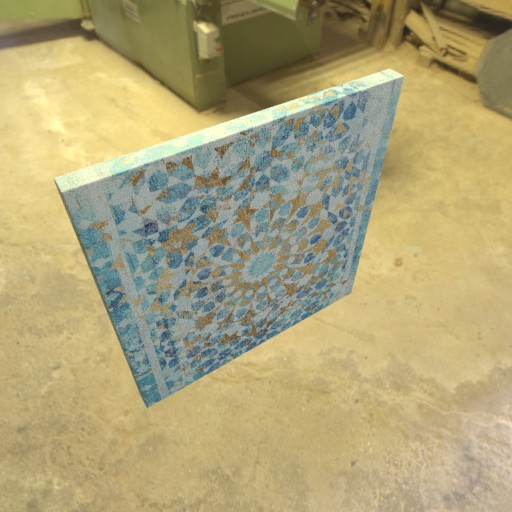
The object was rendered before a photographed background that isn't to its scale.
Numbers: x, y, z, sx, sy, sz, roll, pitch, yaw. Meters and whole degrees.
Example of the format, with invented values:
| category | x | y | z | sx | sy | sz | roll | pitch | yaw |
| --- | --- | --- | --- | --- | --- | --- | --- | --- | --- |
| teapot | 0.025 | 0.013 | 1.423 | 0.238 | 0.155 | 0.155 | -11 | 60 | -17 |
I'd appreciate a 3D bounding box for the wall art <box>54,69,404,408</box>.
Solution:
| category | x | y | z | sx | sy | sz | roll | pitch | yaw |
| --- | --- | --- | --- | --- | --- | --- | --- | --- | --- |
| wall art | 0.000 | 0.000 | 0.903 | 0.609 | 0.609 | 0.040 | -25 | 51 | -22 |
